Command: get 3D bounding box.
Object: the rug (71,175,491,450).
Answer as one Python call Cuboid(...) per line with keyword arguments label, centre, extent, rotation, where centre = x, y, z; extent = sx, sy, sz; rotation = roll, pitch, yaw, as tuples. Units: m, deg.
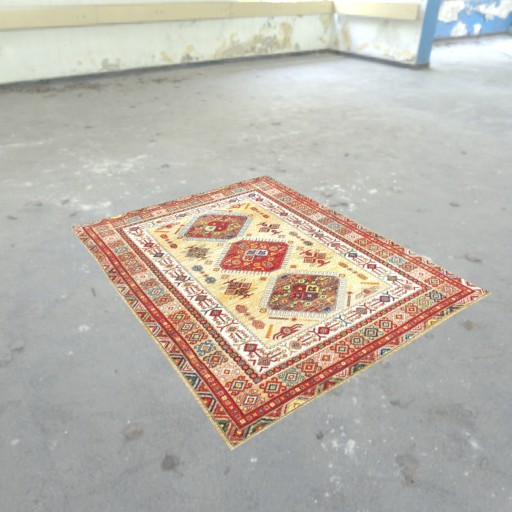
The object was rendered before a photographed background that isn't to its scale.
Cuboid(label="rug", centre=(0.000, 0.000, 4.013), extent=(2.460, 0.005, 3.067), rotation=(-20, 37, -29))
